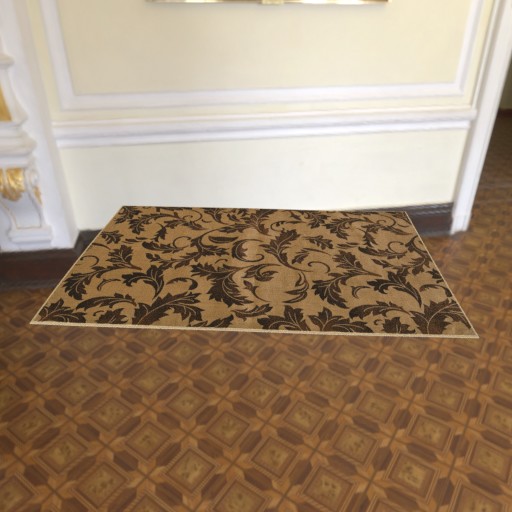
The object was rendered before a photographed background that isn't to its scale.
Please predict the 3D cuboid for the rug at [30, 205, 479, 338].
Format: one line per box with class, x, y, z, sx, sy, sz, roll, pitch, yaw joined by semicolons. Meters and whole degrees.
rug;0.000;0.000;2.888;2.284;0.008;1.522;1;30;3
